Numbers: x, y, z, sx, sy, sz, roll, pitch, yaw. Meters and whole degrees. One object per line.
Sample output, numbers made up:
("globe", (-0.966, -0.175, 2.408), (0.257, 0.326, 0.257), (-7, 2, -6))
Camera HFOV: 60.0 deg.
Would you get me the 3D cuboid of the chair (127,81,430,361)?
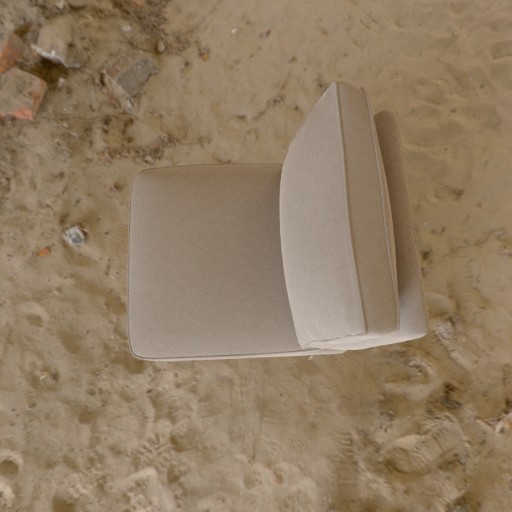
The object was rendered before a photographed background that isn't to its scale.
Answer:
("chair", (0.000, 0.000, 1.625), (0.912, 1.052, 0.724), (-3, 75, -1))
